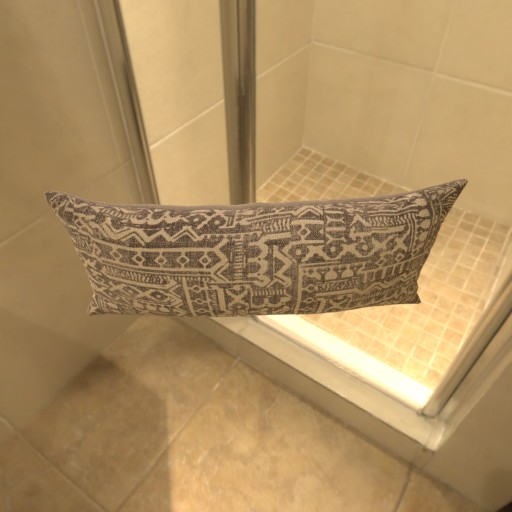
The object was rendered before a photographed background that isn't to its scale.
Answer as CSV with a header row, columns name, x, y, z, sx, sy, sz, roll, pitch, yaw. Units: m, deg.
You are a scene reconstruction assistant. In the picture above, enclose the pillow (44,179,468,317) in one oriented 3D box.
name,x,y,z,sx,sy,sz,roll,pitch,yaw
pillow,0.000,0.000,0.735,0.631,0.290,0.148,-2,46,-2
